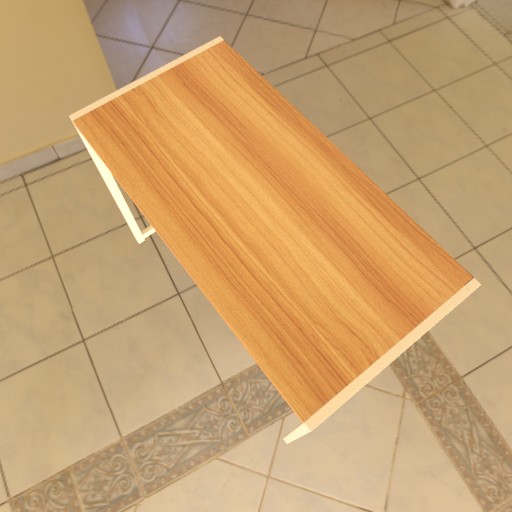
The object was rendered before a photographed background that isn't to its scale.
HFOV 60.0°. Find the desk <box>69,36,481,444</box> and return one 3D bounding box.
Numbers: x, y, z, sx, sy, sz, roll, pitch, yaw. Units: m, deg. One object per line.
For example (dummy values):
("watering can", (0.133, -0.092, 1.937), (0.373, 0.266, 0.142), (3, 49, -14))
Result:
("desk", (0.000, 0.000, 1.450), (0.508, 0.762, 1.016), (-35, 70, -15))
